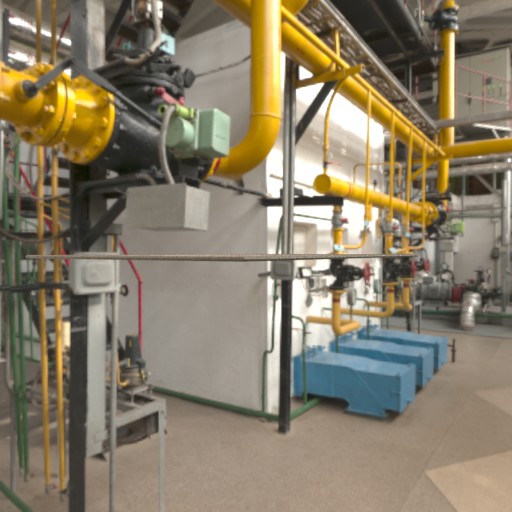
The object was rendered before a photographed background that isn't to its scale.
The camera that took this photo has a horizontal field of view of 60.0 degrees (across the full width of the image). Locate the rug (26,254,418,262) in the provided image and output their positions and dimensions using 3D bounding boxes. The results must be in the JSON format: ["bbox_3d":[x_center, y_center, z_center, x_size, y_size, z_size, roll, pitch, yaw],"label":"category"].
[{"bbox_3d":[0.000,0.000,2.244,1.144,0.014,1.748,0,1,35],"label":"rug"}]
